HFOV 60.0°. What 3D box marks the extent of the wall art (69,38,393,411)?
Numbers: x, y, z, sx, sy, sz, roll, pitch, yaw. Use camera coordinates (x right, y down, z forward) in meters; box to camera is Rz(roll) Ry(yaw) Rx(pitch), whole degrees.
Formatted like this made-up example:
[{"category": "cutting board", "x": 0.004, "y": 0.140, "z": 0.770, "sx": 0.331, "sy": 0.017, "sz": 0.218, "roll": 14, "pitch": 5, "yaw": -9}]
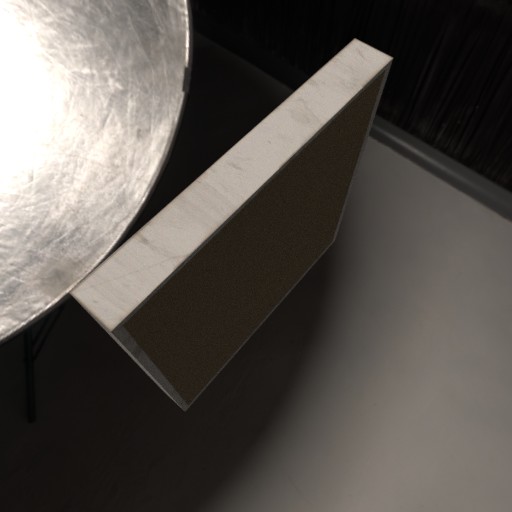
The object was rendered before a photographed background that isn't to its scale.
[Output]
[{"category": "wall art", "x": 0.000, "y": 0.000, "z": 0.450, "sx": 0.038, "sy": 0.303, "sz": 0.305, "roll": 37, "pitch": 68, "yaw": 17}]
